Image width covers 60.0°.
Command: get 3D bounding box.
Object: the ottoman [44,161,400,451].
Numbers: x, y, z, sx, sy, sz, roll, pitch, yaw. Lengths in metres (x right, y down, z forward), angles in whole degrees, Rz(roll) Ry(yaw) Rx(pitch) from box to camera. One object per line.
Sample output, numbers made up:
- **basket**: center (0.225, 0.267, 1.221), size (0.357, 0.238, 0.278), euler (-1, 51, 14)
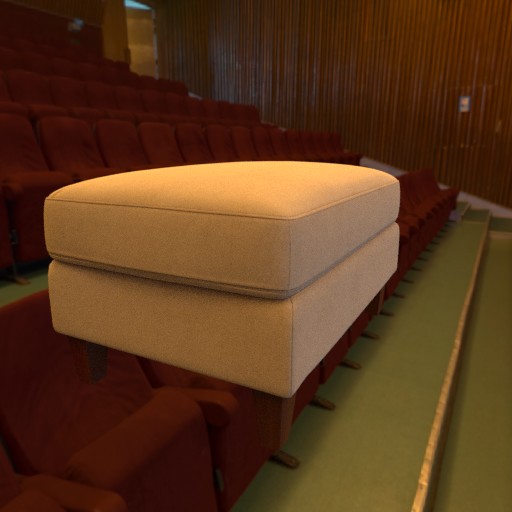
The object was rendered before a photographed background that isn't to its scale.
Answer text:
- **ottoman**: center (0.000, 0.000, 1.173), size (0.584, 0.483, 0.864), euler (7, 16, 27)
